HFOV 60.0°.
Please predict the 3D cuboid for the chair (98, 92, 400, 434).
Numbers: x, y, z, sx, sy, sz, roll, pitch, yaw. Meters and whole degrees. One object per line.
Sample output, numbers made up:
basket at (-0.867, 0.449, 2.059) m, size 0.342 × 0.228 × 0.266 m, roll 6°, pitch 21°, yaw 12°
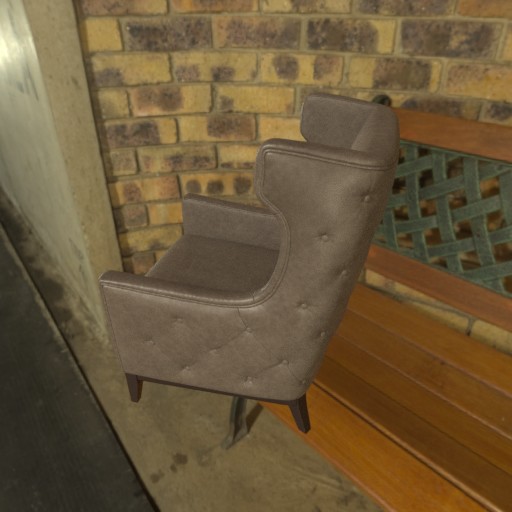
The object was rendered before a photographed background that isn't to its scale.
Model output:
chair at (0.000, 0.000, 1.669) m, size 0.899 × 1.079 × 0.769 m, roll 8°, pitch 32°, yaw 14°
